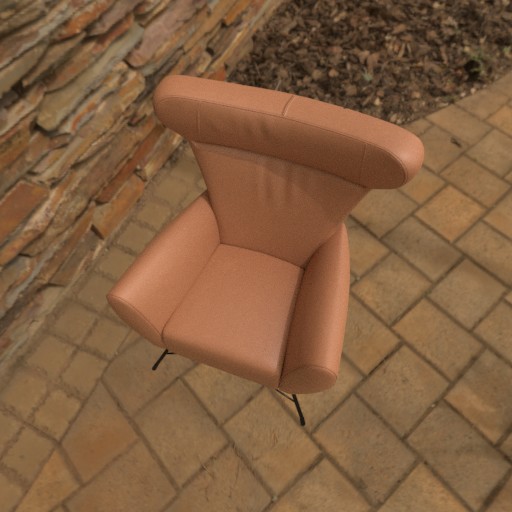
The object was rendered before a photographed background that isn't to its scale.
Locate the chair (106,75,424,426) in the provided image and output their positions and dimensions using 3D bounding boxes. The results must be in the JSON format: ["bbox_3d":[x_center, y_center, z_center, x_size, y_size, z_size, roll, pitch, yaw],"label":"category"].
[{"bbox_3d":[0.000,0.000,1.797,0.980,1.050,0.900,17,59,10],"label":"chair"}]
